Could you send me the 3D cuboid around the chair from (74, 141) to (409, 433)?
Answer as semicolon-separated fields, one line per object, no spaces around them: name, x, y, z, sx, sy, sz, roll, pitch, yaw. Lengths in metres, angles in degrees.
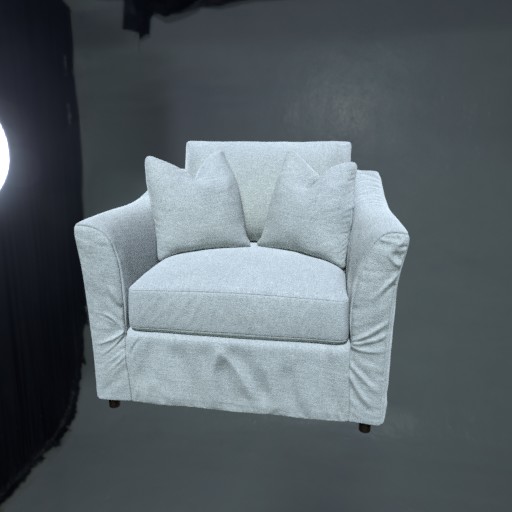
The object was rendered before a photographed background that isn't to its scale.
chair;0.000;0.000;2.065;1.194;1.059;1.071;2;13;9
